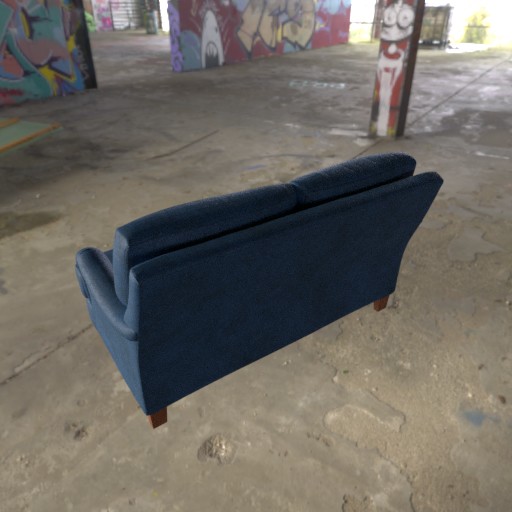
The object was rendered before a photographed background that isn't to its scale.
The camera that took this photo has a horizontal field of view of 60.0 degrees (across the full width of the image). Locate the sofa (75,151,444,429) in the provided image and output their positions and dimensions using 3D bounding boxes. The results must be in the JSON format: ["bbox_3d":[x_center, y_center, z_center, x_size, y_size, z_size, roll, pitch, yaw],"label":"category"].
[{"bbox_3d":[0.000,0.000,2.577,1.853,1.101,1.084,-20,36,-30],"label":"sofa"}]
